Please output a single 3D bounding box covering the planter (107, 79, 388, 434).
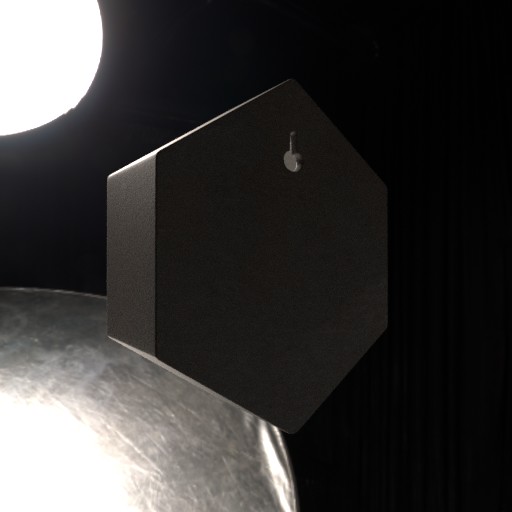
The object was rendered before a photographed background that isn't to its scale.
[{"bbox_3d":[0.000,0.000,0.288,0.169,0.206,0.077,0,-1,-35],"label":"planter"}]
